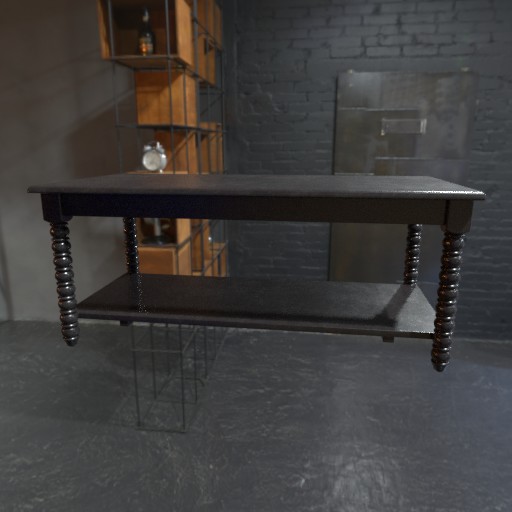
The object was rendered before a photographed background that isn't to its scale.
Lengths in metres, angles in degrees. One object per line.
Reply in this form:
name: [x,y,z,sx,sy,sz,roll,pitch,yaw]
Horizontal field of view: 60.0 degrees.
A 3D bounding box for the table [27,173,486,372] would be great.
table: [0.000,0.000,1.445,1.171,0.487,0.580,2,14,8]
